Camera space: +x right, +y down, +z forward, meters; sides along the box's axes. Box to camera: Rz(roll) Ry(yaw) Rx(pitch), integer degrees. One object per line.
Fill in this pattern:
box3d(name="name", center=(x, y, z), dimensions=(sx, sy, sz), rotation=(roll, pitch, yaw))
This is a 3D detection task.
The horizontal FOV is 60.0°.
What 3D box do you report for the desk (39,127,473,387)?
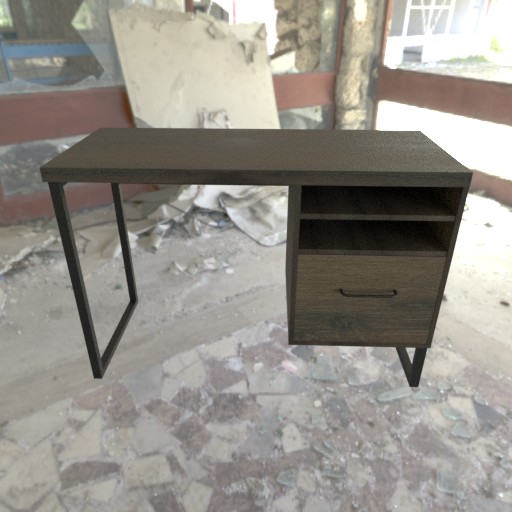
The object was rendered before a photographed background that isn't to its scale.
box3d(name="desk", center=(0.000, 0.000, 1.530), dimensions=(1.134, 0.752, 0.511), rotation=(1, 29, 2))
